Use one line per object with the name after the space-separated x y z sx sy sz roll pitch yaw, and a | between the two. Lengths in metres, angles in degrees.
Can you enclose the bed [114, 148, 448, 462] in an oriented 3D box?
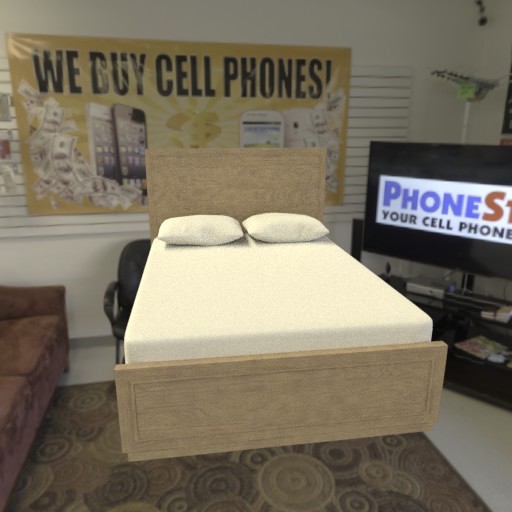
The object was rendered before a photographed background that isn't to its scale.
0.000 0.000 3.077 1.606 1.369 2.189 -2 16 -8 | bed
